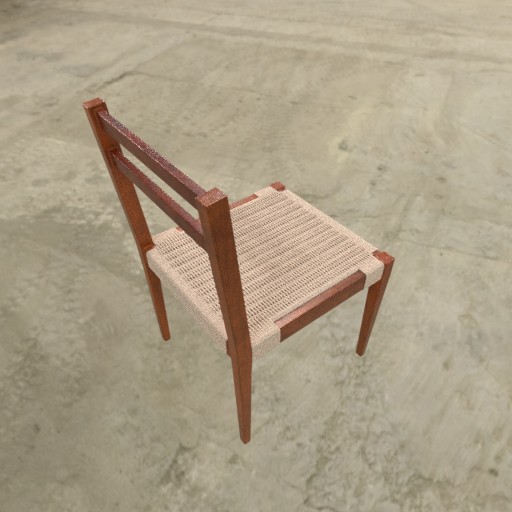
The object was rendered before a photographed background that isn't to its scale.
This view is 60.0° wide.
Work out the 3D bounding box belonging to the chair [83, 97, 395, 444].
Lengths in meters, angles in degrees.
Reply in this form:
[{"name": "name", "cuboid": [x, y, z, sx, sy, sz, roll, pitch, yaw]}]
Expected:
[{"name": "chair", "cuboid": [0.000, 0.000, 1.218, 0.569, 0.851, 0.495, -27, 48, -27]}]
